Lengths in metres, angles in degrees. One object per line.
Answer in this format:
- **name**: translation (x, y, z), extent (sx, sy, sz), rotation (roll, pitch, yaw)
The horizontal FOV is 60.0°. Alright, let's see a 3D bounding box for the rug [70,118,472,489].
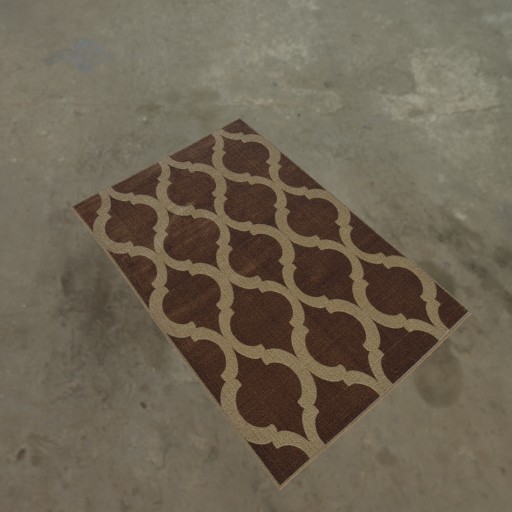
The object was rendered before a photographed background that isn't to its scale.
- **rug**: translation (0.000, 0.000, 2.894), extent (1.526, 0.014, 2.290), rotation (-34, 63, -20)
